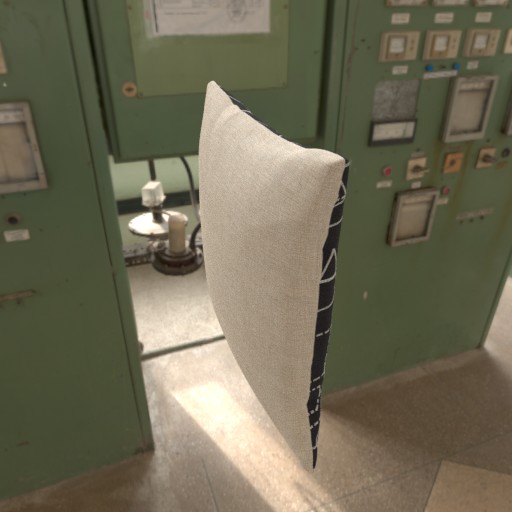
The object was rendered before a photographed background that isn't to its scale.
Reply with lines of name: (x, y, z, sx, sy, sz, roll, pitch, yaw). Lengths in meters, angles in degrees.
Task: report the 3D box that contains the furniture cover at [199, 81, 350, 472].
furniture cover: (0.000, 0.000, 0.777, 0.158, 0.508, 0.517, -10, 32, -17)
